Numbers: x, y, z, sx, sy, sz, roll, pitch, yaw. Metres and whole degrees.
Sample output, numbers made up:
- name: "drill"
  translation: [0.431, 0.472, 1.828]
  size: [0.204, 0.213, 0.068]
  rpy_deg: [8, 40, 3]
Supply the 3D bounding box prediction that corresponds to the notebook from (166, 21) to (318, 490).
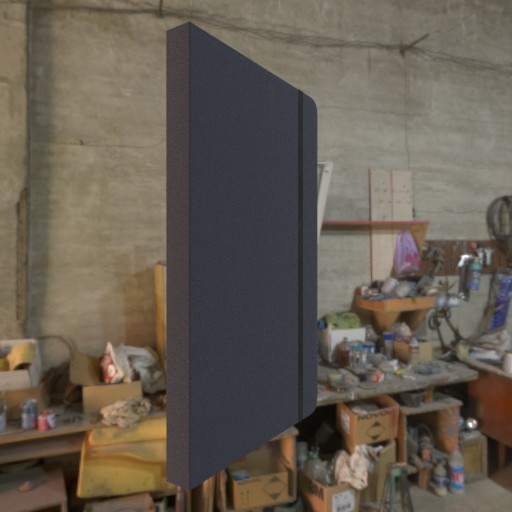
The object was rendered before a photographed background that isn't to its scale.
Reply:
- name: "notebook"
  translation: [0.000, 0.000, 0.257]
  size: [0.016, 0.213, 0.127]
  rpy_deg: [0, 0, 35]
